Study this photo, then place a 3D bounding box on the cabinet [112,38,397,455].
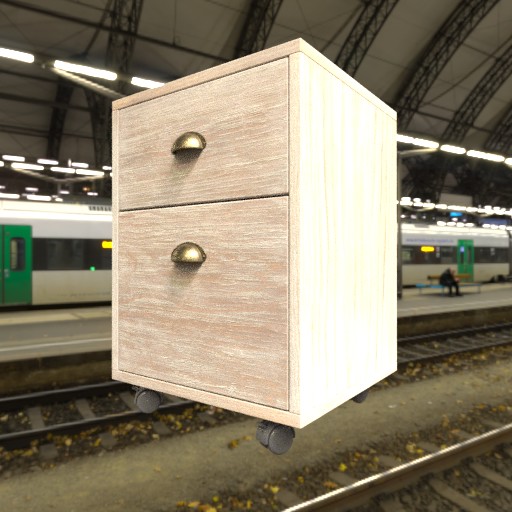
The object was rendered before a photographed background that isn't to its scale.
[{"bbox_3d":[0.000,0.000,0.852,0.409,0.579,0.401,0,0,36],"label":"cabinet"}]
